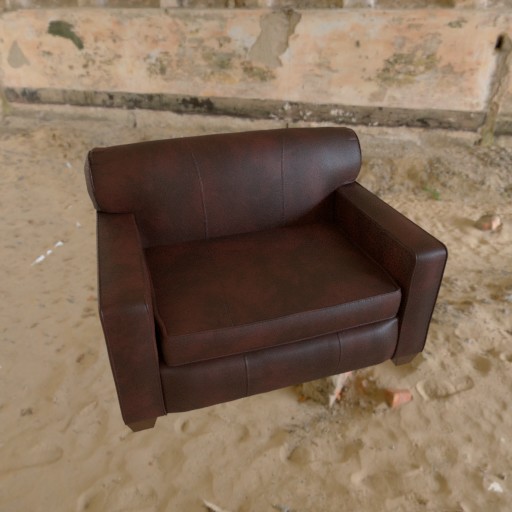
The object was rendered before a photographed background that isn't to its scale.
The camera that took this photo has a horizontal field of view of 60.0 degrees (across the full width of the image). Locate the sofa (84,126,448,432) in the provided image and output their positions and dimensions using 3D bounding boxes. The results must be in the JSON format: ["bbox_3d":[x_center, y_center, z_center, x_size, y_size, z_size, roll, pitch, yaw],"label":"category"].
[{"bbox_3d":[0.000,0.000,2.080,1.413,0.956,1.000,-9,32,-15],"label":"sofa"}]
